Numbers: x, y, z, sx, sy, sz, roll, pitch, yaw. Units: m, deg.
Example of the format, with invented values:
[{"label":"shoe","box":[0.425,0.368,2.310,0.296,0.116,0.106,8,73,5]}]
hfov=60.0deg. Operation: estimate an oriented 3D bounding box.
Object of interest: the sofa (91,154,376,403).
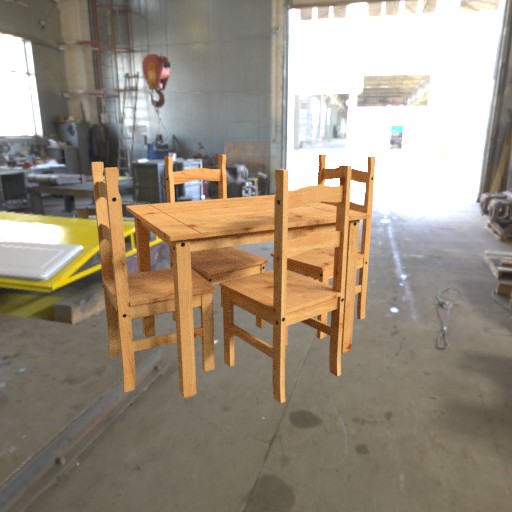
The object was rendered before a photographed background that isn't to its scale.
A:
[{"label":"sofa","box":[0.000,0.000,2.357,1.529,1.000,1.144,-8,18,-26]}]
